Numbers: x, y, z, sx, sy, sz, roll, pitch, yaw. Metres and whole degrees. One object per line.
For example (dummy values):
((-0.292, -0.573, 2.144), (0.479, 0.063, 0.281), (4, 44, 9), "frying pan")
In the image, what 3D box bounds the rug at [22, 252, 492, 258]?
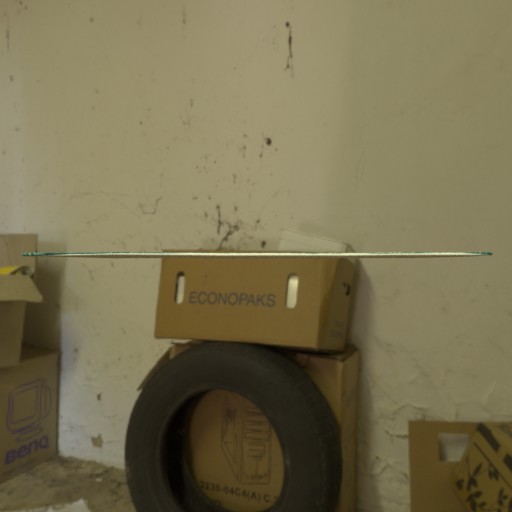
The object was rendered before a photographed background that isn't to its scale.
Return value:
((0.000, 0.000, 2.173), (1.728, 0.017, 1.136), (0, -1, 0), "rug")
